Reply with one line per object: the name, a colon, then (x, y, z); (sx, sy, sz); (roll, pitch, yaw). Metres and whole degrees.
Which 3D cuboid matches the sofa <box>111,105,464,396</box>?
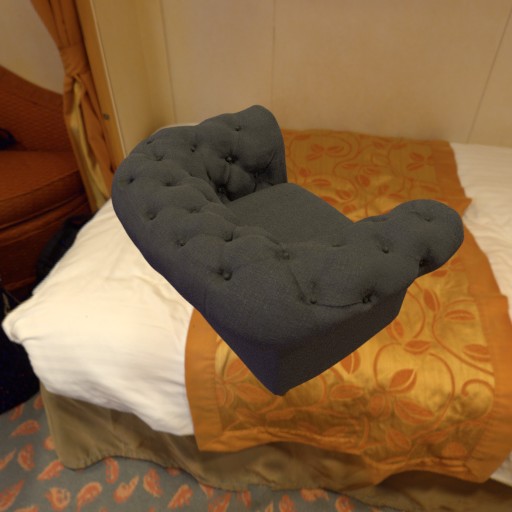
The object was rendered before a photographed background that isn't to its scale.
sofa: (0.000, 0.000, 2.083); (1.032, 0.878, 1.405); (-26, 48, -26)
